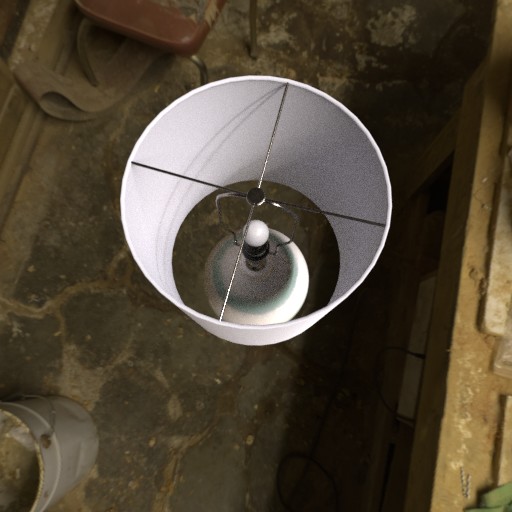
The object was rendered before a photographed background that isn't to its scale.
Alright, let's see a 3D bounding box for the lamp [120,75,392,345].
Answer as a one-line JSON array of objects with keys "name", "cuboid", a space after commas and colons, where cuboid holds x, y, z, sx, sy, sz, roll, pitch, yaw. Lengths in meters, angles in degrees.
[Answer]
[{"name": "lamp", "cuboid": [0.000, 0.000, 0.549, 0.217, 0.404, 0.217, 15, 76, 4]}]
